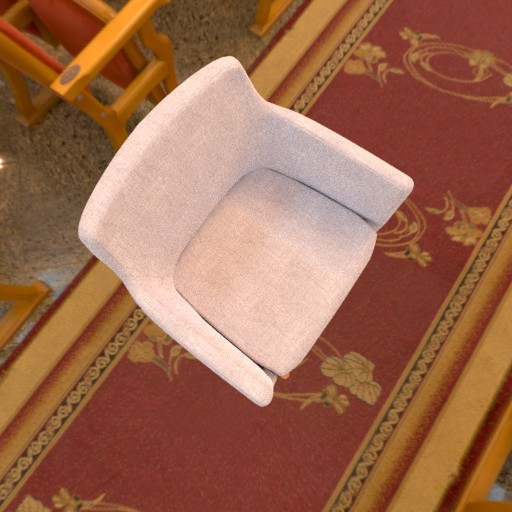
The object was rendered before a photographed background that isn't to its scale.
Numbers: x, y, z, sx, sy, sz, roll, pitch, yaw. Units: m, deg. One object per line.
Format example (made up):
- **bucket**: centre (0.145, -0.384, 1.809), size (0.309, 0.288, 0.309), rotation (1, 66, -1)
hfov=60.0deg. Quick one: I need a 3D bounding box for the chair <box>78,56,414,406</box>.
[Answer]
- **chair**: centre (0.000, 0.000, 1.153), size (0.540, 0.780, 0.570), rotation (35, 78, 8)
